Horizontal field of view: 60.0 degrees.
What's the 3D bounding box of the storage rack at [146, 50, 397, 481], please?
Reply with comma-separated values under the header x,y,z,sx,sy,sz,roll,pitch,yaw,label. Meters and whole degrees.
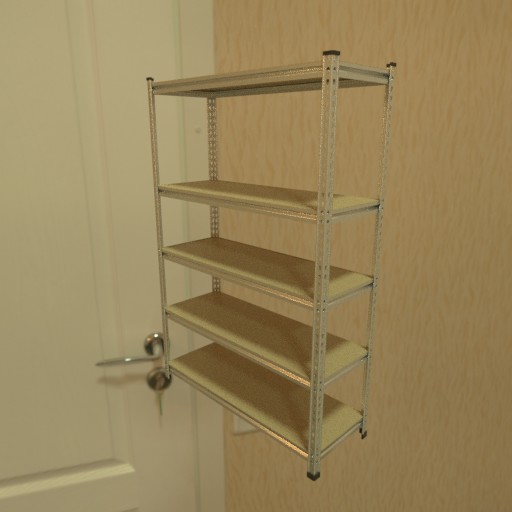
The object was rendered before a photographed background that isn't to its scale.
x,y,z,sx,sy,sz,roll,pitch,yaw,label
0.000,0.000,2.362,0.457,1.829,1.219,-15,22,-43,storage rack
